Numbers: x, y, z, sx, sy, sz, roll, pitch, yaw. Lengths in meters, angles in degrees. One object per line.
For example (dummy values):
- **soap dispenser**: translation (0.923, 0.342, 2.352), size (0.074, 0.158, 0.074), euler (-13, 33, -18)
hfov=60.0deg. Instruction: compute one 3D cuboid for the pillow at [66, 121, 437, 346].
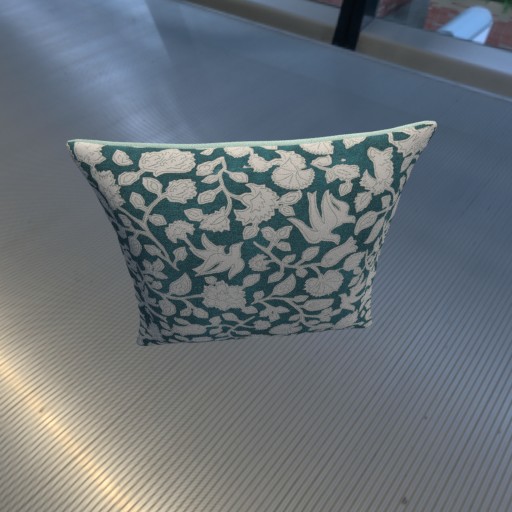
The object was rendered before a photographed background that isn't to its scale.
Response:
- **pillow**: translation (0.000, 0.000, 0.804), size (0.525, 0.508, 0.166), euler (-4, 48, -4)
